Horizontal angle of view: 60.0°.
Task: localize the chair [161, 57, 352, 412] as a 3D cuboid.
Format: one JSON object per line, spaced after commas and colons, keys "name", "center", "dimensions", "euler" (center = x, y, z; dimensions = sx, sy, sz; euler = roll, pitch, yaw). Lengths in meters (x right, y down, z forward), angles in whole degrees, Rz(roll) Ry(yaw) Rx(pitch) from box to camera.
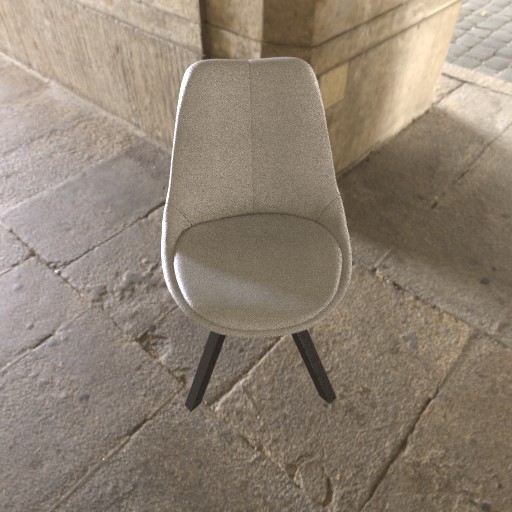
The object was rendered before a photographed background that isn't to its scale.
{"name": "chair", "center": [0.000, 0.000, 1.198], "dimensions": [0.485, 0.850, 0.550], "euler": [-3, 47, -3]}
